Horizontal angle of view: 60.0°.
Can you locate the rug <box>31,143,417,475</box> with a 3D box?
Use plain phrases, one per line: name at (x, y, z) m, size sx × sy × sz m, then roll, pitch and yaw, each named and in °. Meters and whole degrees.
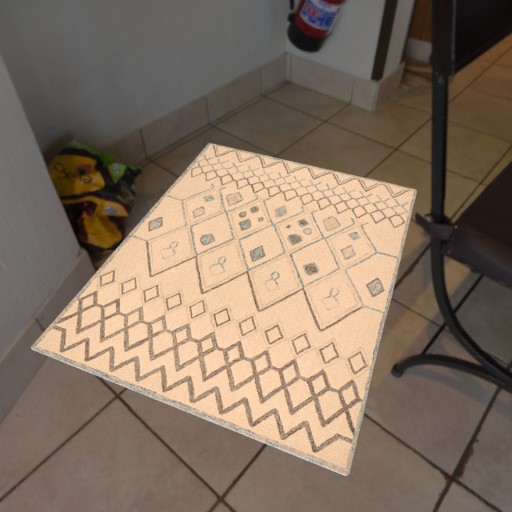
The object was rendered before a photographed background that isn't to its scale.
rug at (0.000, 0.000, 4.005) m, size 2.441 × 0.013 × 3.056 m, roll 16°, pitch 48°, yaw 15°
